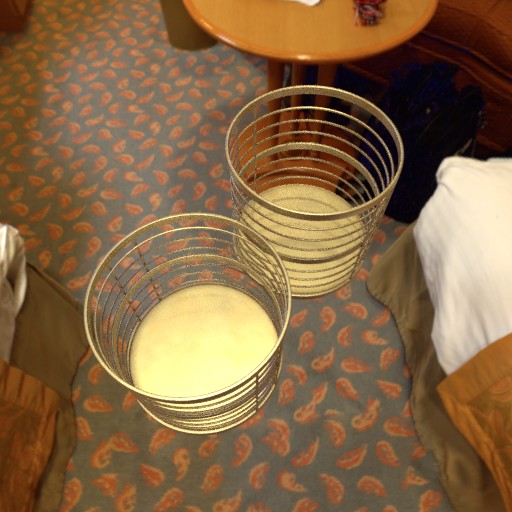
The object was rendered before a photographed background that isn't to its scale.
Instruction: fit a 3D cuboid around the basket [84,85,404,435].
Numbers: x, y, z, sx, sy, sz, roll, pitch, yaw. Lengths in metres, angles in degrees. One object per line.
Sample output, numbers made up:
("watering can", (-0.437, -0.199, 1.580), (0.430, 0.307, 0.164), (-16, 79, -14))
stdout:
("basket", (0.000, 0.000, 0.954), (0.356, 0.351, 0.746), (32, 64, 18))
